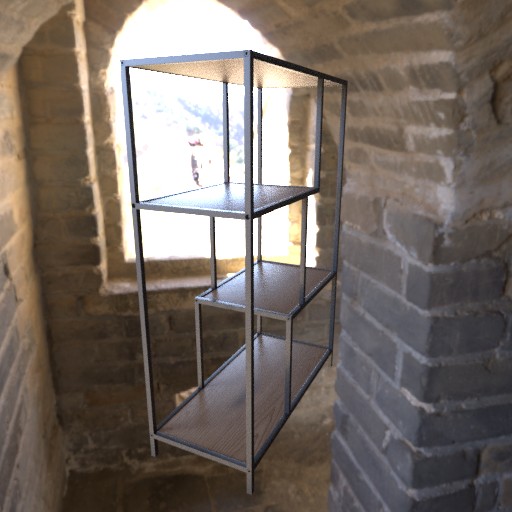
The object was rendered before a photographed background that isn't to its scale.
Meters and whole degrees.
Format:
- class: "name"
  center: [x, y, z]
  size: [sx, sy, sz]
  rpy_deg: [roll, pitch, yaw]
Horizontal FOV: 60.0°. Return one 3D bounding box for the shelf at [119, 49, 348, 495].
- class: "shelf"
  center: [0.000, 0.000, 1.478]
  size: [0.350, 1.138, 0.770]
  rpy_deg: [8, 18, 25]
